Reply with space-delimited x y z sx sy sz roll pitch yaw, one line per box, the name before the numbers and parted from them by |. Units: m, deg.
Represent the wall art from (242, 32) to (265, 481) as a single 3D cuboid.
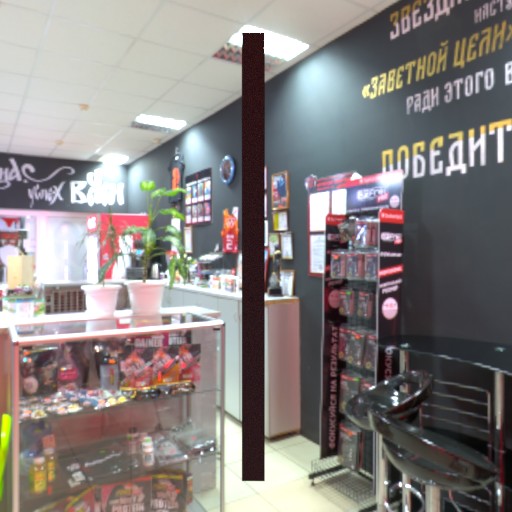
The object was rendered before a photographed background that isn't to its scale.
wall art | 0.000 0.000 0.541 0.019 0.381 0.330 0 1 1
